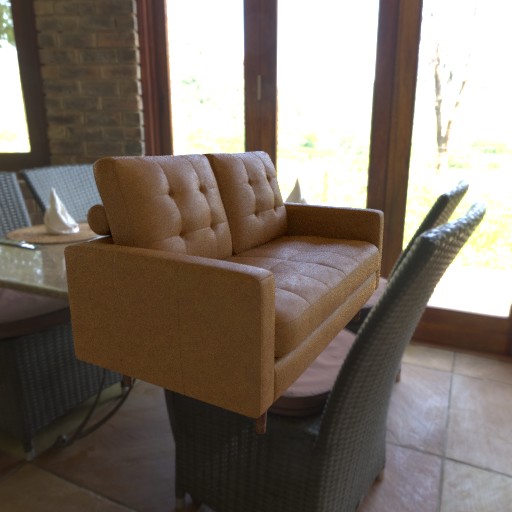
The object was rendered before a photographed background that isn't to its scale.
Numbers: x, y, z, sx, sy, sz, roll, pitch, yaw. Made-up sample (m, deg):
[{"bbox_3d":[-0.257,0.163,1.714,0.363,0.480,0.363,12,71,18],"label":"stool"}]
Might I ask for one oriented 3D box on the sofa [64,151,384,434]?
[{"bbox_3d":[0.000,0.000,2.004,0.868,0.898,1.430,8,16,28],"label":"sofa"}]
